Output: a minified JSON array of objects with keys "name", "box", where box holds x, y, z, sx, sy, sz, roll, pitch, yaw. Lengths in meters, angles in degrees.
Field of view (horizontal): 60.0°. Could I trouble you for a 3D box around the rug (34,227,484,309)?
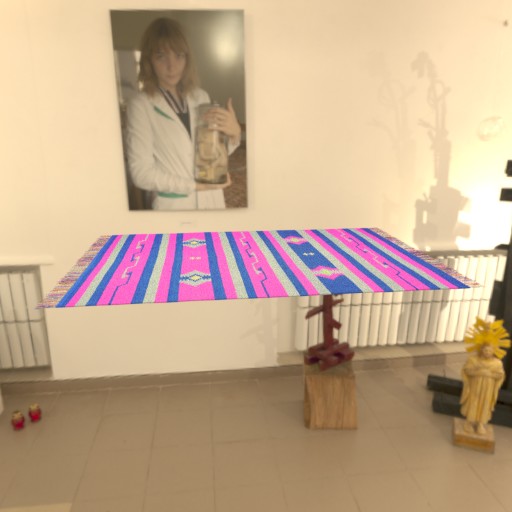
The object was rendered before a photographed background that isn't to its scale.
[{"name":"rug","box":[0.000,0.000,2.983,2.350,0.013,1.539,-2,16,-7]}]
